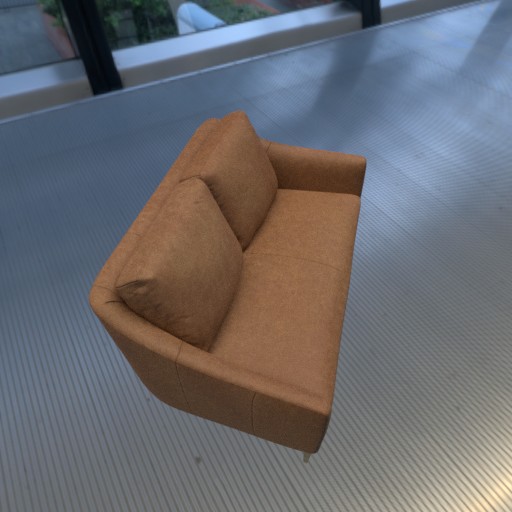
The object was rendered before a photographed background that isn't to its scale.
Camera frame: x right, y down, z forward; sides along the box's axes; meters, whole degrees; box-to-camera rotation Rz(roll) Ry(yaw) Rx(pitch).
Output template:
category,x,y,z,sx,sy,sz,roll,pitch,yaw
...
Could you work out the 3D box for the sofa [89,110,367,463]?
category,x,y,z,sx,sy,sz,roll,pitch,yaw
sofa,0.000,0.000,2.226,0.960,0.902,1.619,10,46,10
